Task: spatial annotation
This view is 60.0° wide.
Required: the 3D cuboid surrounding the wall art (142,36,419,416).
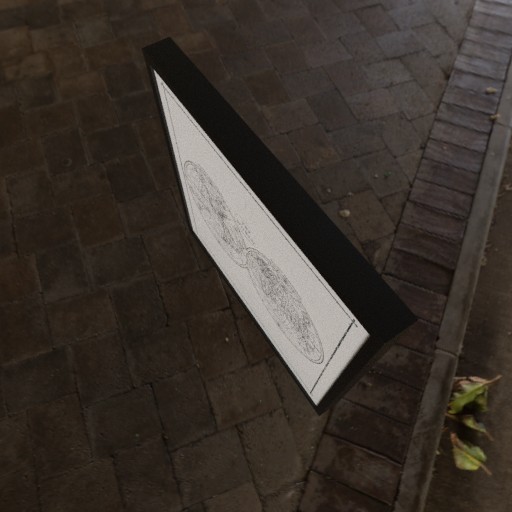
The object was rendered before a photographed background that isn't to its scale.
[{"bbox_3d":[0.000,0.000,0.480,0.029,0.318,0.327,-31,67,-15],"label":"wall art"}]
